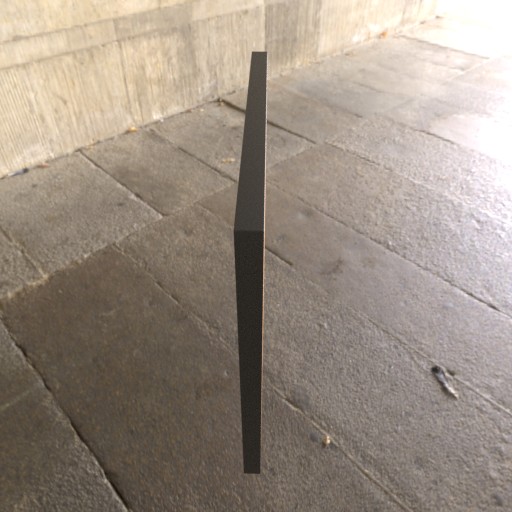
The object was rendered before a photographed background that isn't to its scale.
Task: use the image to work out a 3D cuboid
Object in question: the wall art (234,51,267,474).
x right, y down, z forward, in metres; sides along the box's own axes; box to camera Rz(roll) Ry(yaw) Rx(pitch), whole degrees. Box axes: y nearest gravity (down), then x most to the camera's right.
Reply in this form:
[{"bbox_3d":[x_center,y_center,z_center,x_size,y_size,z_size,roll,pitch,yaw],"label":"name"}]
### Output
[{"bbox_3d":[0.000,0.000,1.138,0.042,0.766,0.769,1,41,1],"label":"wall art"}]
